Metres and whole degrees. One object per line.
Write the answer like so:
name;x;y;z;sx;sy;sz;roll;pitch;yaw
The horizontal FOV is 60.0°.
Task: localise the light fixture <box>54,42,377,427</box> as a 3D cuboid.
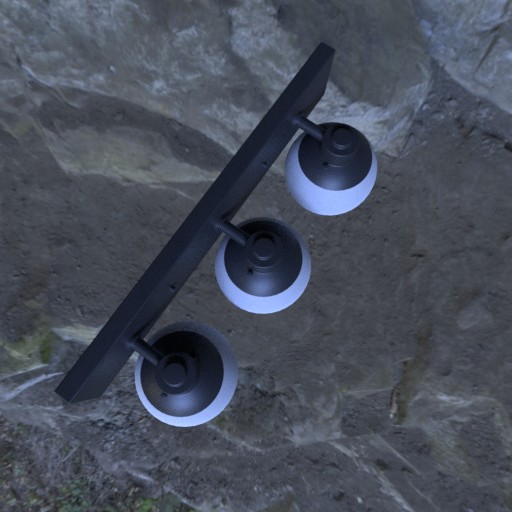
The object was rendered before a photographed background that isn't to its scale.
light fixture;0.000;0.000;0.825;0.218;0.263;0.721;34;79;8
